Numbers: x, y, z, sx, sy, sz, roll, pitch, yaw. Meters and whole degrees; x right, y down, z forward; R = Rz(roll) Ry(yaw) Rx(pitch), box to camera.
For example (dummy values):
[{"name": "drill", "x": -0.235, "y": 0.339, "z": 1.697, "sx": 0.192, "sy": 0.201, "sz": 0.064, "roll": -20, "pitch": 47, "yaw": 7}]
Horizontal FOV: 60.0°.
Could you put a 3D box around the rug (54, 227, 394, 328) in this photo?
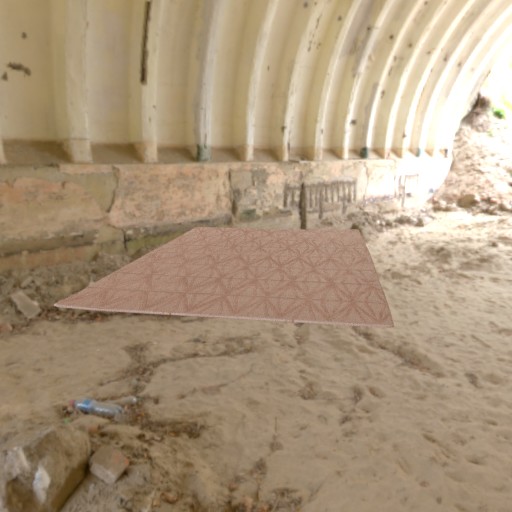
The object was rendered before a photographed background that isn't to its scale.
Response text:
[{"name": "rug", "x": 0.000, "y": 0.000, "z": 2.419, "sx": 1.230, "sy": 0.025, "sz": 1.837, "roll": 2, "pitch": 13, "yaw": 9}]
